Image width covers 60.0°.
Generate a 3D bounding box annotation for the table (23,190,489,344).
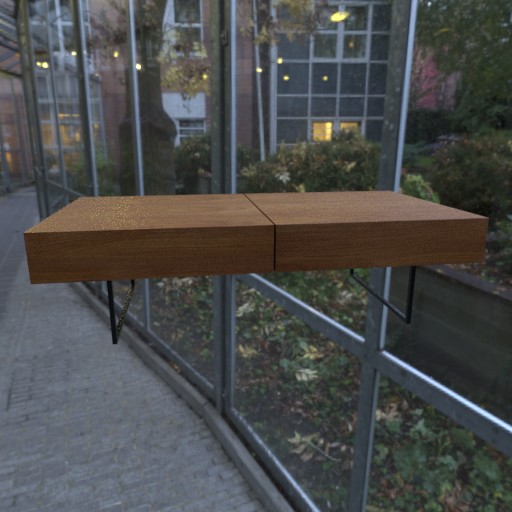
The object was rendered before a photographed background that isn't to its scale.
[{"bbox_3d":[0.000,0.000,1.456,1.194,0.330,0.610,-2,16,-9],"label":"table"}]
